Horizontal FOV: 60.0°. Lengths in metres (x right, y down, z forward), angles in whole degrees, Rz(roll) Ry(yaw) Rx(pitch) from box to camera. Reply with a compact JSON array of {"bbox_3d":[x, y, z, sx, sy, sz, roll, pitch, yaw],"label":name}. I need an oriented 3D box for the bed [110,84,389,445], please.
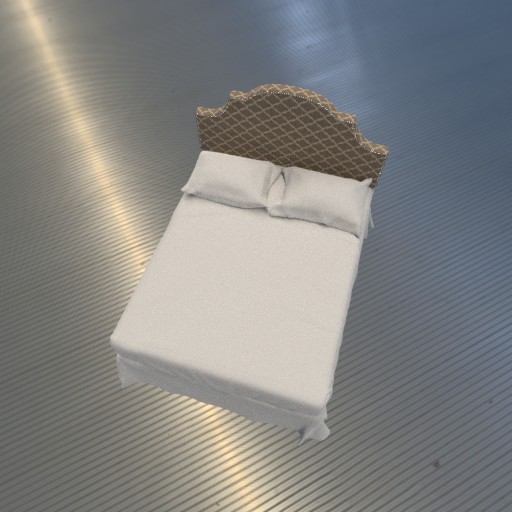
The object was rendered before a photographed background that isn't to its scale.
[{"bbox_3d":[0.000,0.000,3.401,1.780,1.633,2.222,15,60,9],"label":"bed"}]
